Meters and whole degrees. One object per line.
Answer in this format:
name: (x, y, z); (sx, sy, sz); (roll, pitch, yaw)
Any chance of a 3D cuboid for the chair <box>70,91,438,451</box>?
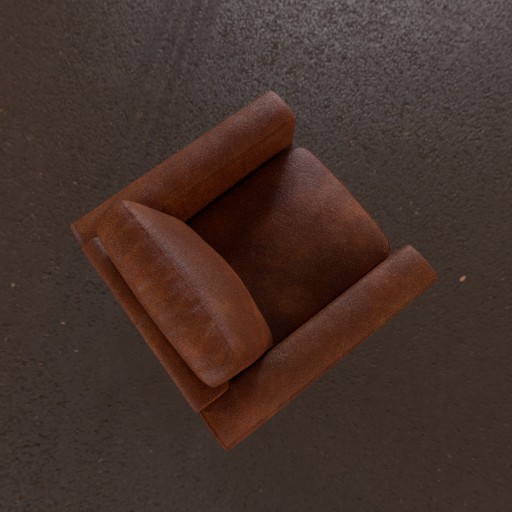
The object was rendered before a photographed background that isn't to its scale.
chair: (0.000, 0.000, 1.760); (1.016, 0.873, 1.005); (-37, 78, -9)
